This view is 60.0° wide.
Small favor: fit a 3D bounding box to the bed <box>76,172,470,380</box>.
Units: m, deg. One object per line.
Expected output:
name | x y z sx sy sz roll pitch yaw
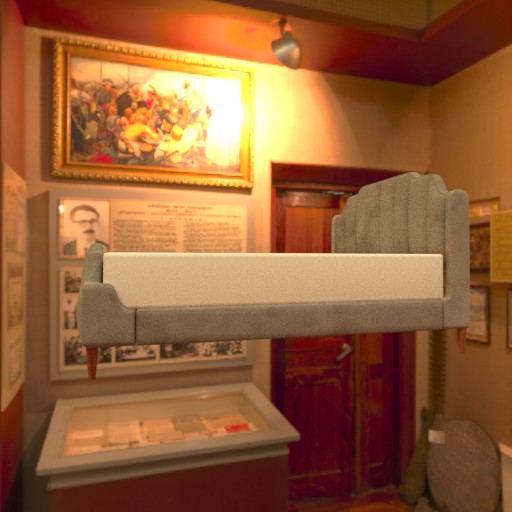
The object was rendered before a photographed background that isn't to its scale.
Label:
bed | 0.000 0.000 3.278 2.340 1.245 1.676 0 -1 -17
